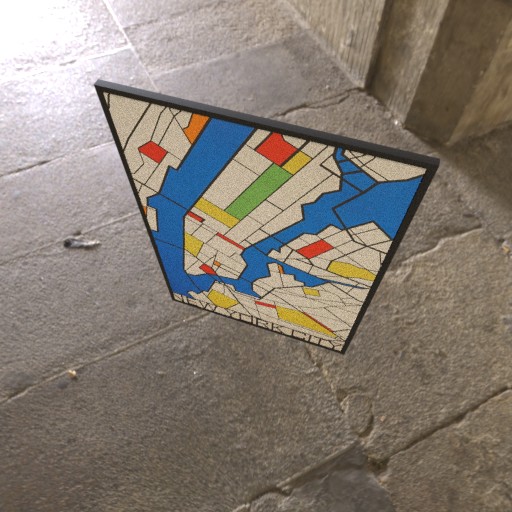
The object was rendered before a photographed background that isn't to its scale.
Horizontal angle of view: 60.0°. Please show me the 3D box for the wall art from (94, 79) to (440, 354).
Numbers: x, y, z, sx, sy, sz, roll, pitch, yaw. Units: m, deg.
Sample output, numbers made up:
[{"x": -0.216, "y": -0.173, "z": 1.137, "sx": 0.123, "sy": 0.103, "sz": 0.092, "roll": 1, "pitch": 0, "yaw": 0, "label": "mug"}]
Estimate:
[{"x": 0.000, "y": 0.000, "z": 0.840, "sx": 0.457, "sy": 0.657, "sz": 0.013, "roll": 16, "pitch": 60, "yaw": 10, "label": "wall art"}]
